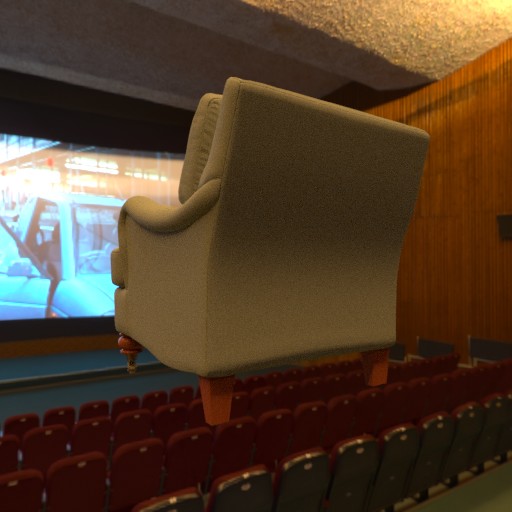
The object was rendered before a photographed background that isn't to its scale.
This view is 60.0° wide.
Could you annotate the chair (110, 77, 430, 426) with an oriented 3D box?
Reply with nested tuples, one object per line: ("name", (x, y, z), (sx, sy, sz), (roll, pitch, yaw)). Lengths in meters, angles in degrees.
("chair", (0.000, 0.000, 1.842), (0.955, 1.038, 1.070), (1, -1, -35))
